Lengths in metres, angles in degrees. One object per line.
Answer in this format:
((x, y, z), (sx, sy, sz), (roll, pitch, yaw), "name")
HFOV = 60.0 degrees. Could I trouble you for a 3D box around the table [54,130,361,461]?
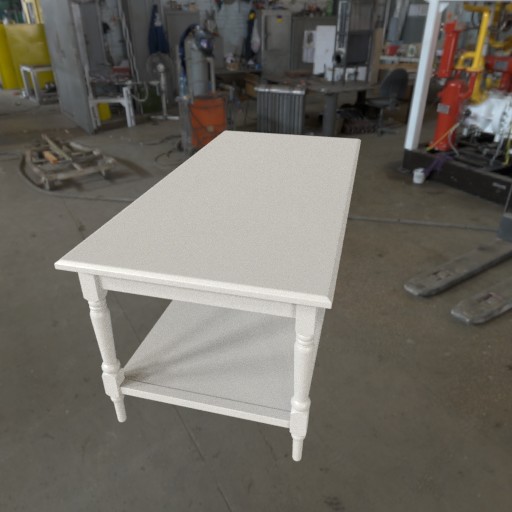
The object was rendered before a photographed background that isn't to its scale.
((0.000, 0.000, 1.415), (0.551, 0.506, 1.109), (7, 30, 12), "table")
